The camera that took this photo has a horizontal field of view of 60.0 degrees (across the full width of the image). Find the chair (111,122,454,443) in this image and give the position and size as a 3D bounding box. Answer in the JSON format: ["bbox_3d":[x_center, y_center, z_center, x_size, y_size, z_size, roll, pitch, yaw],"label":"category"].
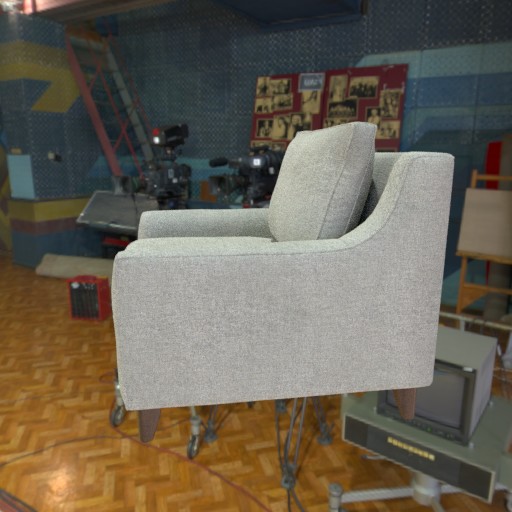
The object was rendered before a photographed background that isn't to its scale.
[{"bbox_3d":[0.000,0.000,1.535,0.918,0.864,0.838,-2,13,-9],"label":"chair"}]
